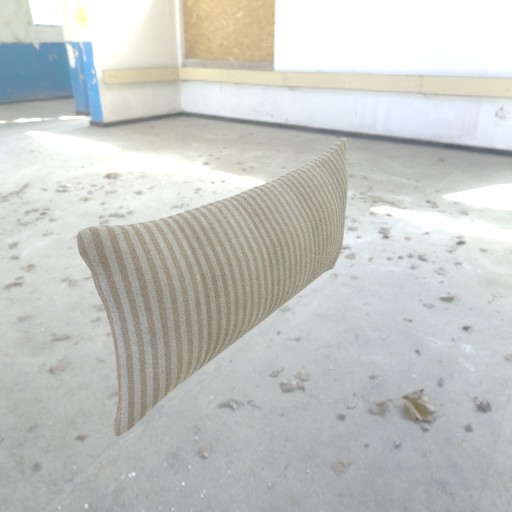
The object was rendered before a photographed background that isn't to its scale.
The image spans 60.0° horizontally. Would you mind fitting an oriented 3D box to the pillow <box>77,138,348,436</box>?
[{"bbox_3d":[0.000,0.000,0.741,0.151,0.295,0.617,18,31,32],"label":"pillow"}]
